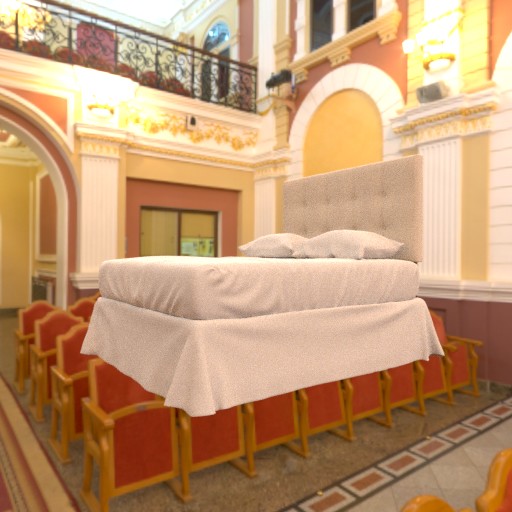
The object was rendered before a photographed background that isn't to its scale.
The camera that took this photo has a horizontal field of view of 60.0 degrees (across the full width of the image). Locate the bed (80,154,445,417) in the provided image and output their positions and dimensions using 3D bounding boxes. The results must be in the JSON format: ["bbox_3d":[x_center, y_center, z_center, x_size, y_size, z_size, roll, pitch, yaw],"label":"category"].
[{"bbox_3d":[0.000,0.000,3.486,2.222,1.577,1.936,0,0,-36],"label":"bed"}]
